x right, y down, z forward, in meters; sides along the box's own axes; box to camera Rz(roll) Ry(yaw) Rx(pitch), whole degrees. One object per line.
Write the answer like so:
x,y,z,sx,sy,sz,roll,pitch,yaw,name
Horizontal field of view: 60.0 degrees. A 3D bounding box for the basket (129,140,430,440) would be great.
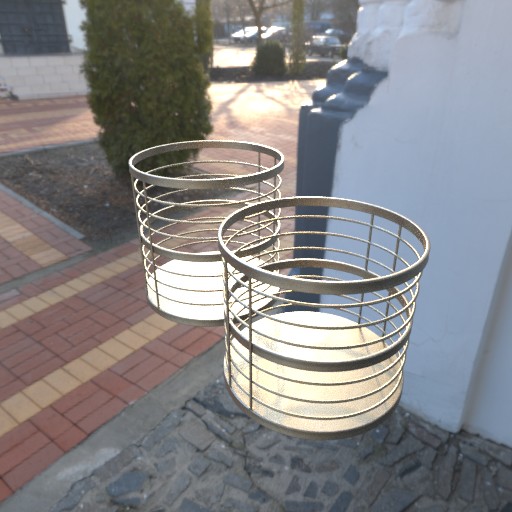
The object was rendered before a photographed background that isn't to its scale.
0.000,0.000,0.963,0.356,0.351,0.746,-18,32,-31,basket
